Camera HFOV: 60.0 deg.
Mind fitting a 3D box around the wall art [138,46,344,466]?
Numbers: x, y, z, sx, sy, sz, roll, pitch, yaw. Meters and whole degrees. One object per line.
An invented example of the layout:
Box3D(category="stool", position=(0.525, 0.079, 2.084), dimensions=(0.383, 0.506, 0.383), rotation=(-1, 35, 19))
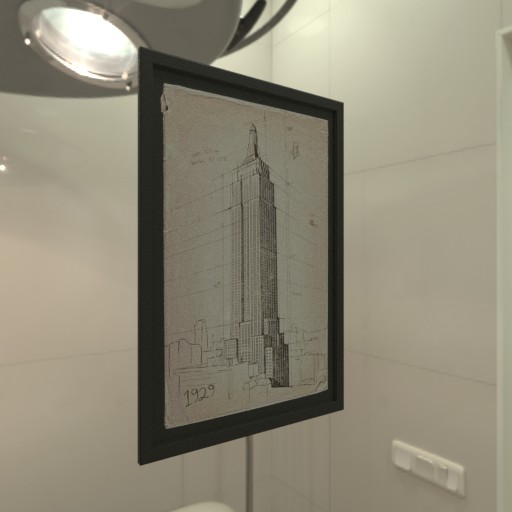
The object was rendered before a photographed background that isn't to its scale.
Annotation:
Box3D(category="wall art", position=(0.000, 0.000, 0.831), dimensions=(0.451, 0.661, 0.012), rotation=(0, 0, -35))
